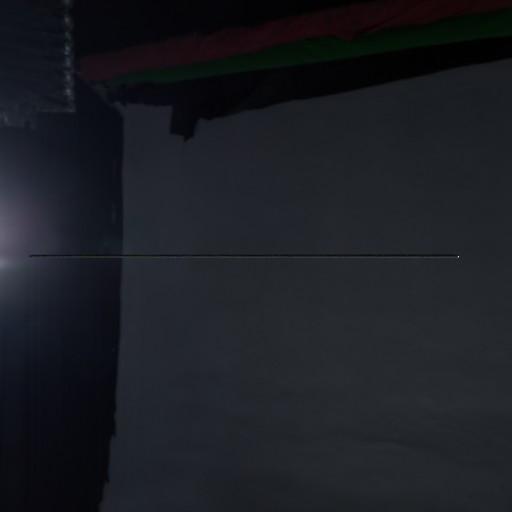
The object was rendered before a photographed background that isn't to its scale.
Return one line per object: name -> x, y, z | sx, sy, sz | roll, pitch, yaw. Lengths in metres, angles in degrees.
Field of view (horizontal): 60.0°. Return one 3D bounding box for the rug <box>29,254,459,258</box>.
rug -> 0.000, 0.000, 3.519 | 2.746, 0.018, 1.819 | 0, 0, 18
